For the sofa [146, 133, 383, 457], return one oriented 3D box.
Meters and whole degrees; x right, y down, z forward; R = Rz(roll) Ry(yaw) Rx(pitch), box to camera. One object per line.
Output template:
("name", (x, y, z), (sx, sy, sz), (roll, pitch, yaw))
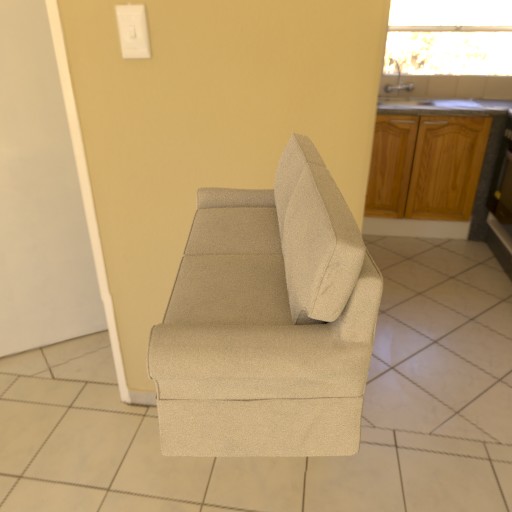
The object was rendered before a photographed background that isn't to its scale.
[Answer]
("sofa", (0.000, 0.000, 2.348), (0.841, 1.024, 1.823), (0, 27, -1))
